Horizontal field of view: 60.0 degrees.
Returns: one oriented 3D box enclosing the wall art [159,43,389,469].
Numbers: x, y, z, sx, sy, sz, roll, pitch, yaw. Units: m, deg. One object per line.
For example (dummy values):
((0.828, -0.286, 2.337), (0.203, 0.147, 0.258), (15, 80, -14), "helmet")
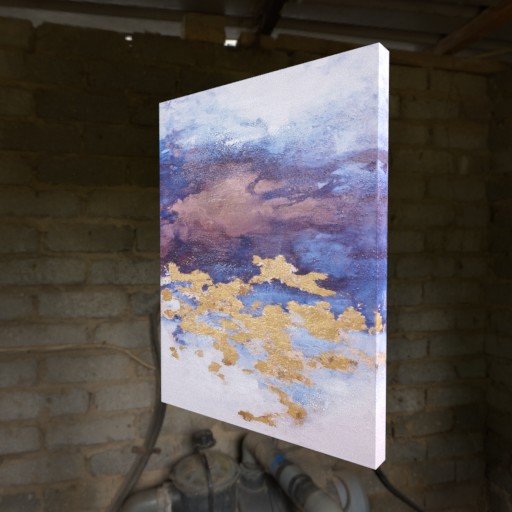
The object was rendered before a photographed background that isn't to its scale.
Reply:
((0.000, 0.000, 0.745), (0.437, 0.581, 0.036), (1, 2, 37), "wall art")
